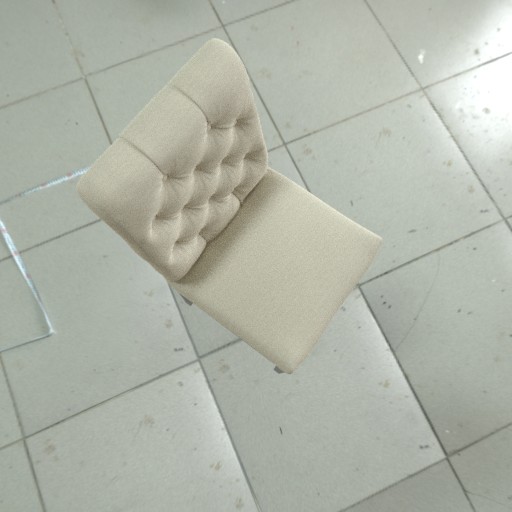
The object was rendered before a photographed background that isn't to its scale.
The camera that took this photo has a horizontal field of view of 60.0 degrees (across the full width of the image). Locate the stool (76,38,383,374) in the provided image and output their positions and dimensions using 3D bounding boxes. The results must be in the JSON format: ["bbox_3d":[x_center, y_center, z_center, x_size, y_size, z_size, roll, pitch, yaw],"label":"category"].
[{"bbox_3d":[0.000,0.000,1.415,0.610,1.118,0.482,35,77,9],"label":"stool"}]
